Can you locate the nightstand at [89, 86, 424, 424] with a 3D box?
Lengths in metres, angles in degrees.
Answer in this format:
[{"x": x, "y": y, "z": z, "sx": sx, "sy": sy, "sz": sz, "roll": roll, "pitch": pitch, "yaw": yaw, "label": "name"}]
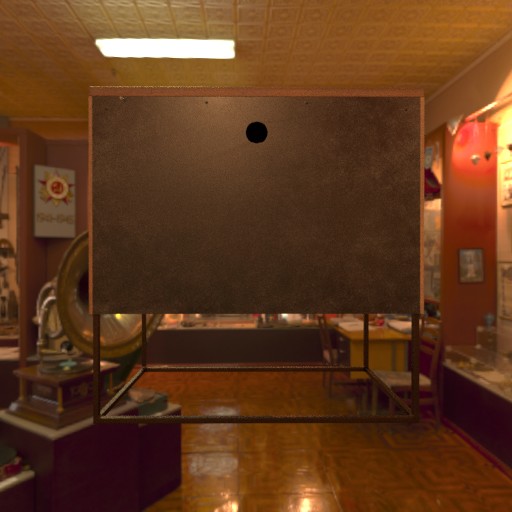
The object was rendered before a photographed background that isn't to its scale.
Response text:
[{"x": 0.000, "y": 0.000, "z": 1.012, "sx": 0.605, "sy": 0.611, "sz": 0.427, "roll": 0, "pitch": 0, "yaw": 0, "label": "nightstand"}]
